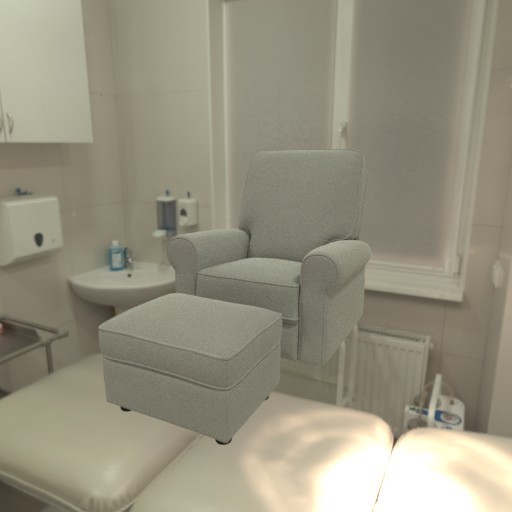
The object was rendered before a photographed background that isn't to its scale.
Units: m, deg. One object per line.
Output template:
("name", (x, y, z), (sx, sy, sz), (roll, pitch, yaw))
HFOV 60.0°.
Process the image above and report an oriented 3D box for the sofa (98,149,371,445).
("sofa", (0.000, 0.000, 2.065), (0.880, 0.959, 1.478), (7, 16, 26))
